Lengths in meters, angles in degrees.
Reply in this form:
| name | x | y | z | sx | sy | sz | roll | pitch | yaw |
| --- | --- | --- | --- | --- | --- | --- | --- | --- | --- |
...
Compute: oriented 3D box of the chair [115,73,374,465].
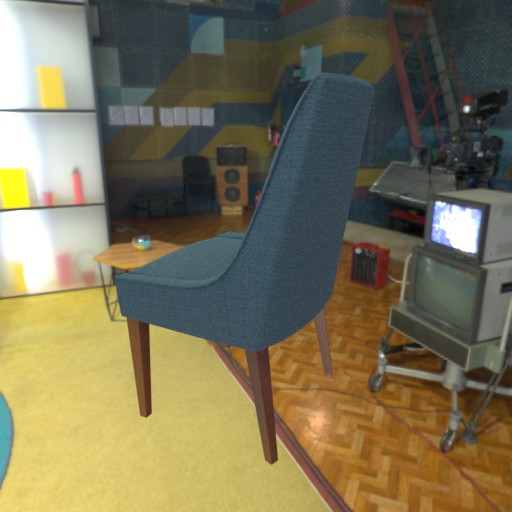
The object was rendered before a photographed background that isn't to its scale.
| name | x | y | z | sx | sy | sz | roll | pitch | yaw |
| --- | --- | --- | --- | --- | --- | --- | --- | --- | --- |
| chair | 0.000 | 0.000 | 1.182 | 0.544 | 0.861 | 0.529 | 8 | 19 | 26 |
